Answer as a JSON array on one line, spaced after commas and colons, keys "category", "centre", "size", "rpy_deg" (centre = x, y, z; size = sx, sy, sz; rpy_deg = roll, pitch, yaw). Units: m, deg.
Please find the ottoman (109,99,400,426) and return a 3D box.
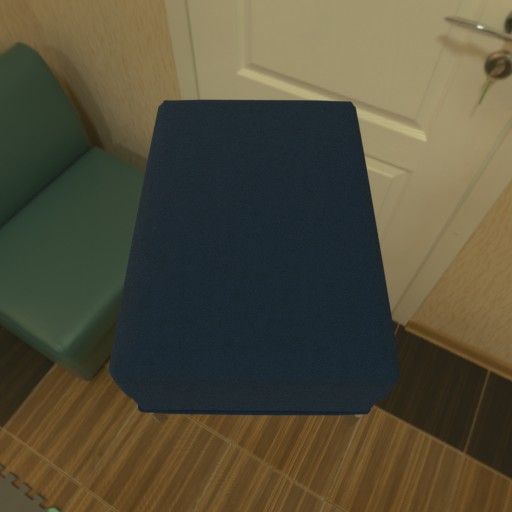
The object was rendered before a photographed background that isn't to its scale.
[{"category": "ottoman", "centre": [0.000, 0.000, 1.244], "size": [0.587, 0.498, 0.835], "rpy_deg": [0, 58, 0]}]
